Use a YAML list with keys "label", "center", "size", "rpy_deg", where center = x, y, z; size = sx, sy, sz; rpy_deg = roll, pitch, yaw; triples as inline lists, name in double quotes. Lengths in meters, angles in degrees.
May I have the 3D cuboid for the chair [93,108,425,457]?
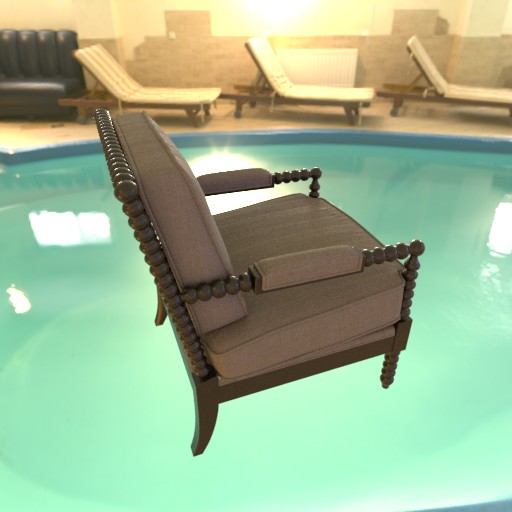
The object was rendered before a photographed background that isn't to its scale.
- label: "chair"
  center: [0.000, 0.000, 1.090]
  size: [0.622, 0.661, 0.540]
  rpy_deg: [-11, 34, -18]
